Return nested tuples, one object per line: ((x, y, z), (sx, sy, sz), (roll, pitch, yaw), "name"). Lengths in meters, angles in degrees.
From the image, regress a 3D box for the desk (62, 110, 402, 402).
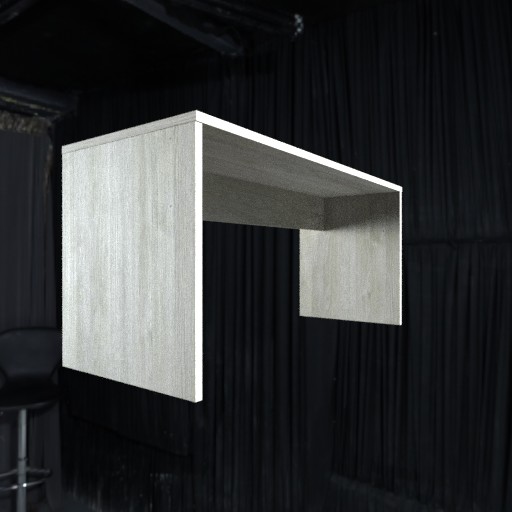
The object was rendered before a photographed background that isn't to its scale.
((0.000, 0.000, 2.021), (0.802, 0.752, 1.600), (0, 0, 37), "desk")
